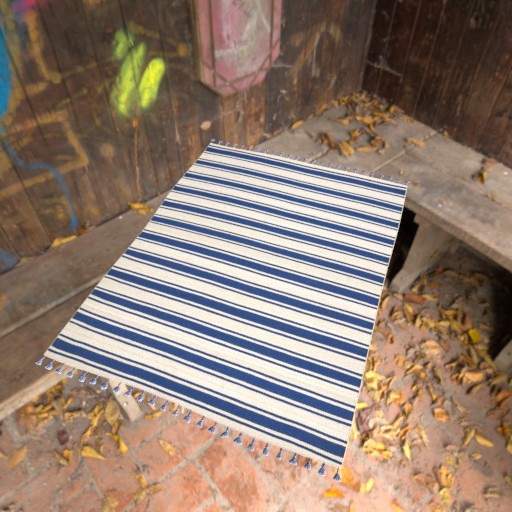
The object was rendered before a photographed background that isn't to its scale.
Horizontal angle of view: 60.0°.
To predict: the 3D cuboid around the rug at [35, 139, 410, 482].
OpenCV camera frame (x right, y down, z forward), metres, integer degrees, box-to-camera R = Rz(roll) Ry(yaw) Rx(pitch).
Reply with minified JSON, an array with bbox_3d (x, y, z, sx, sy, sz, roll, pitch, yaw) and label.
[{"bbox_3d":[0.000,0.000,4.279,2.471,0.016,3.416,16,50,14],"label":"rug"}]
